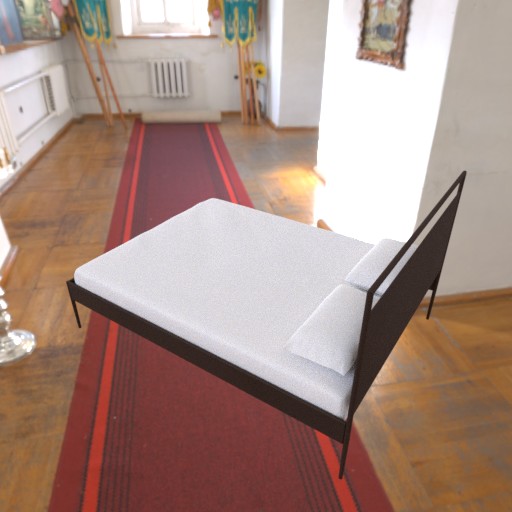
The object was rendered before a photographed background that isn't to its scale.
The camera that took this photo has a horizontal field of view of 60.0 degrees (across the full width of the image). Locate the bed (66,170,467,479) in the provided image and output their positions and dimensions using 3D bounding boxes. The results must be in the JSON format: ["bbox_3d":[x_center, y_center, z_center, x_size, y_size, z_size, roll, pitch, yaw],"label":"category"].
[{"bbox_3d":[0.000,0.000,3.021,2.122,1.173,1.572,19,36,29],"label":"bed"}]
